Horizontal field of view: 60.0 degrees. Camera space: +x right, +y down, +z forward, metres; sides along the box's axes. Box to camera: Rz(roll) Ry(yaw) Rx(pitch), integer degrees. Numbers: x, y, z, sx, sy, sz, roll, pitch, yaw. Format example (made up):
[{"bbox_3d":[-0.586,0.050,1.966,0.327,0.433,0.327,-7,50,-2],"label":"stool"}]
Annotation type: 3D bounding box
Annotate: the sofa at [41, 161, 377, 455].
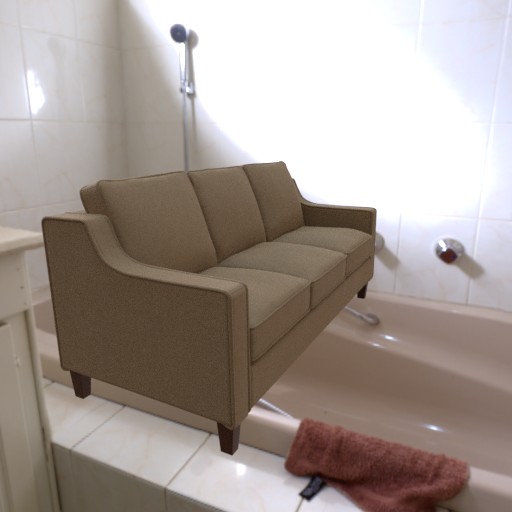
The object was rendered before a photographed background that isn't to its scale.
[{"bbox_3d":[0.000,0.000,2.503,0.911,0.974,1.986,8,17,27],"label":"sofa"}]
